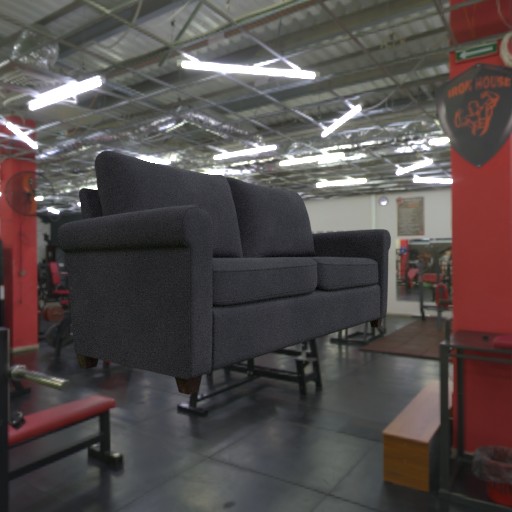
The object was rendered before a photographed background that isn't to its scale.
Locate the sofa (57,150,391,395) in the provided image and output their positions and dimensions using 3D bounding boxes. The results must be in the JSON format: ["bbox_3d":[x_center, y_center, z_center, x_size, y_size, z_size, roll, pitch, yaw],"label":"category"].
[{"bbox_3d":[0.000,0.000,2.448,0.842,0.942,1.935,0,0,36],"label":"sofa"}]
